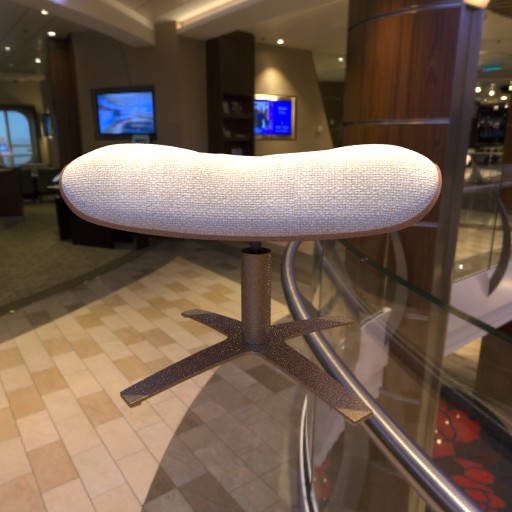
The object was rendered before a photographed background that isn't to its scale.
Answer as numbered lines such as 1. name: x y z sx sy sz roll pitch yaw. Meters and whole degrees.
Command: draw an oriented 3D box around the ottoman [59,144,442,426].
1. ottoman: 0.000 0.000 0.794 0.520 0.391 0.394 2 15 7
